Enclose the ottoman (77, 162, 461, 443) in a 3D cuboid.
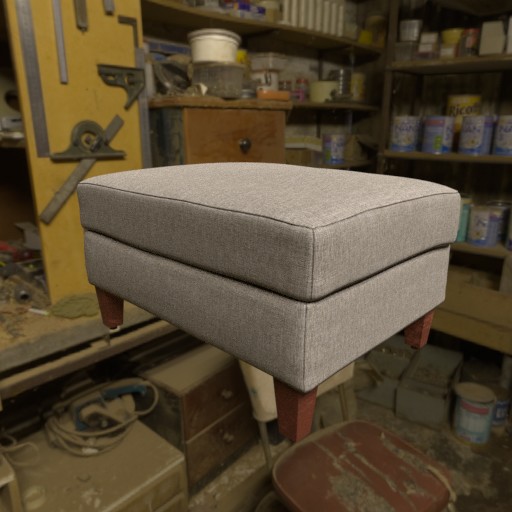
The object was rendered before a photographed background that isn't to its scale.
[{"bbox_3d":[0.000,0.000,1.233,0.873,0.494,0.639,15,22,42],"label":"ottoman"}]
